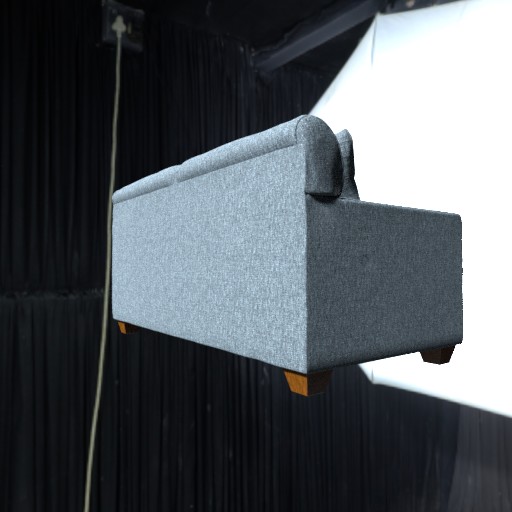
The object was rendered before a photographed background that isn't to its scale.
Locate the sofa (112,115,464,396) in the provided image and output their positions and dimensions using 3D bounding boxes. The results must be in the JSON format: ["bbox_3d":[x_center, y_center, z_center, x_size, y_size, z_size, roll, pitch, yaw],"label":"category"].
[{"bbox_3d":[0.000,0.000,2.410,0.998,0.958,1.846,1,-2,-36],"label":"sofa"}]
